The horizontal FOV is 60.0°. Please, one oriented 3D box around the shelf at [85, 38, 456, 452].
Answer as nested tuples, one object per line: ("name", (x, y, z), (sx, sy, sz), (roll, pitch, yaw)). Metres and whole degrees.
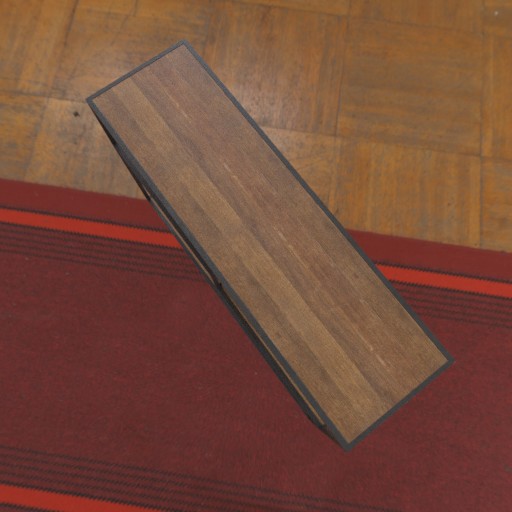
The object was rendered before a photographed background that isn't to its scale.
("shelf", (0.000, 0.000, 1.573), (0.361, 0.765, 1.201), (-36, 78, -9))
